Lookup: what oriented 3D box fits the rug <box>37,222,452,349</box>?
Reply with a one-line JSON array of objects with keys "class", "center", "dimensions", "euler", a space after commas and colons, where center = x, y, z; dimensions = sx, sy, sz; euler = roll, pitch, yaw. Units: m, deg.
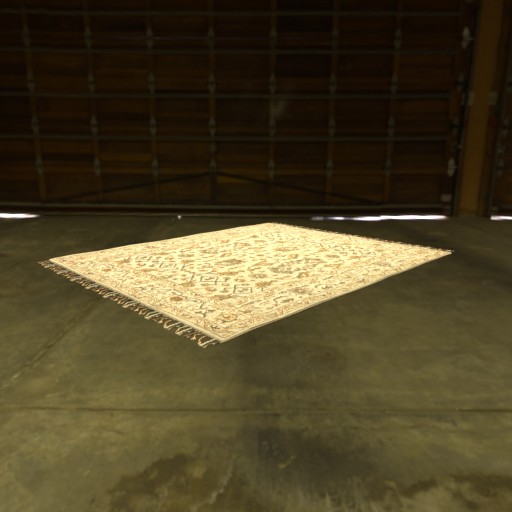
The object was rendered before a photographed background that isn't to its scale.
[{"class": "rug", "center": [0.000, 0.000, 4.084], "dimensions": [3.061, 0.034, 2.426], "euler": [-13, 19, -43]}]
